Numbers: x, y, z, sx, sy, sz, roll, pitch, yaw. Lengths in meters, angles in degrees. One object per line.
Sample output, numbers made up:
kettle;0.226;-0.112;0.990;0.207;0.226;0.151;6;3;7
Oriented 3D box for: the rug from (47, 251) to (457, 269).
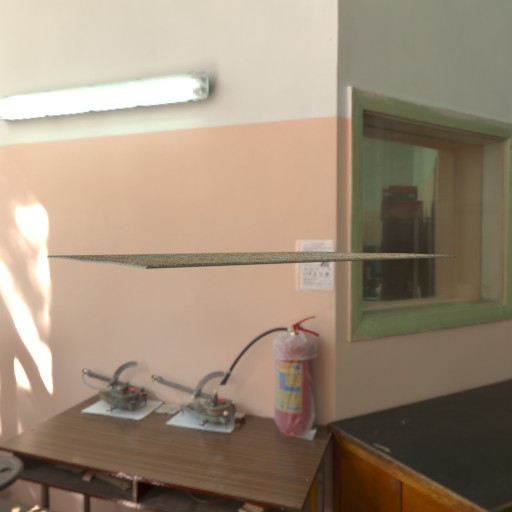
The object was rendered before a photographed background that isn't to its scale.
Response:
rug;0.000;0.000;4.034;3.063;0.024;2.158;-1;2;-38
